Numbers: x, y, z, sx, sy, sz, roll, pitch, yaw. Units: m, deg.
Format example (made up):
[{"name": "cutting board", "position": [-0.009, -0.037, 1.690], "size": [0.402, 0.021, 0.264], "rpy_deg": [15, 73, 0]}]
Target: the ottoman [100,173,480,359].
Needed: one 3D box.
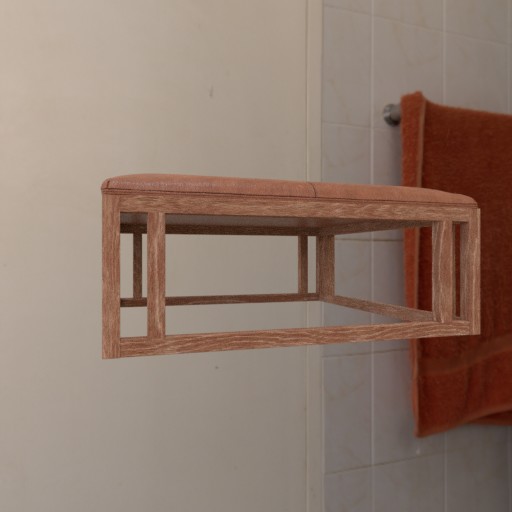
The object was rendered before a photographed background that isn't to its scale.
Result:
[{"name": "ottoman", "position": [0.000, 0.000, 1.580], "size": [1.016, 0.442, 1.013], "rpy_deg": [0, 0, -17]}]
